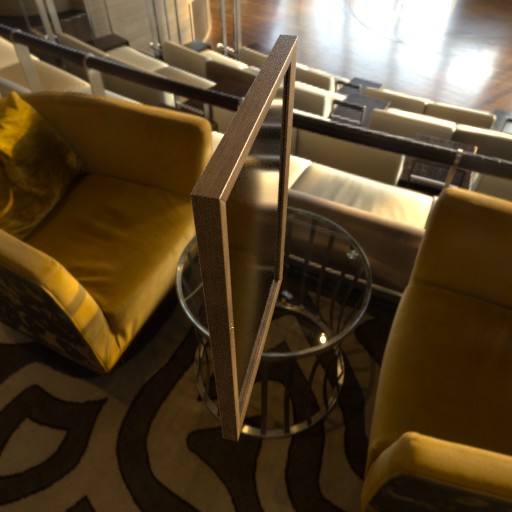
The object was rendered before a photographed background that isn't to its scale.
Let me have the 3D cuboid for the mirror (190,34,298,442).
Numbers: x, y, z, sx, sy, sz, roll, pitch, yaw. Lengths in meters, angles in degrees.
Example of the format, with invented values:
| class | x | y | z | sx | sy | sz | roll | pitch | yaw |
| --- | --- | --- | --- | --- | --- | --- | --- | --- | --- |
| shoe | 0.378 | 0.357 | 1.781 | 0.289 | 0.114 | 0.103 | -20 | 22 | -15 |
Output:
| class | x | y | z | sx | sy | sz | roll | pitch | yaw |
| --- | --- | --- | --- | --- | --- | --- | --- | --- | --- |
| mirror | 0.000 | 0.000 | 0.935 | 0.040 | 0.710 | 0.507 | 10 | 47 | 10 |
